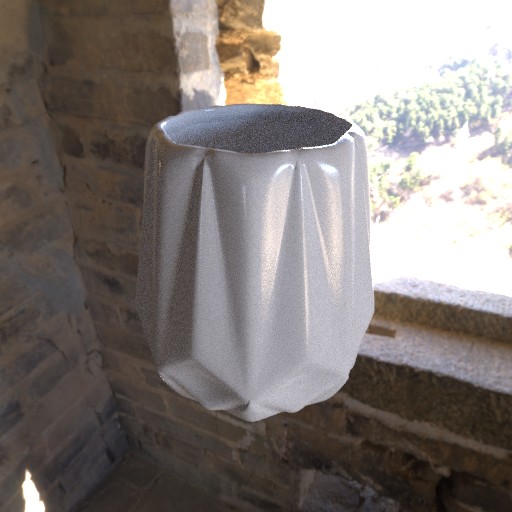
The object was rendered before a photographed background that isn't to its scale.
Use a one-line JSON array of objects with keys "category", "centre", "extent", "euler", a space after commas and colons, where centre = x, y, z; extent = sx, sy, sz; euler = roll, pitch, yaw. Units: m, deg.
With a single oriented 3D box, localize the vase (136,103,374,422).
[{"category": "vase", "centre": [0.000, 0.000, 0.256], "extent": [0.141, 0.152, 0.141], "euler": [0, 31, 0]}]
